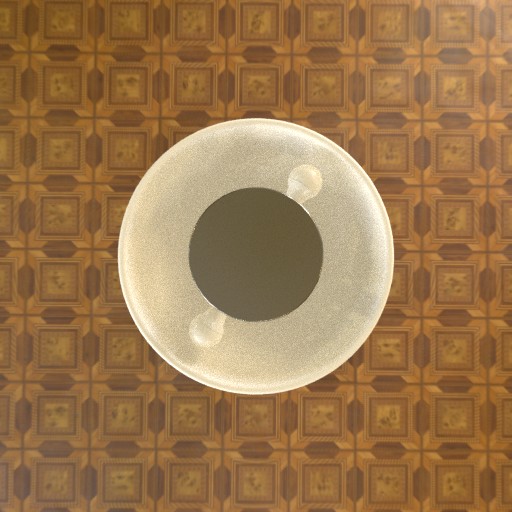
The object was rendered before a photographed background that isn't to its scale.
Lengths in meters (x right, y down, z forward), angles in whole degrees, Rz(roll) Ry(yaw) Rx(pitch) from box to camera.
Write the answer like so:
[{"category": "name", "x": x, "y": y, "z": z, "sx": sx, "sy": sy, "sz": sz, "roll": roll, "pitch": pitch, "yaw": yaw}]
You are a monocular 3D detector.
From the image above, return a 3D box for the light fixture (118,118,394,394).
[{"category": "light fixture", "x": 0.000, "y": 0.000, "z": 0.546, "sx": 0.330, "sy": 0.214, "sz": 0.330, "roll": 0, "pitch": 89, "yaw": 0}]
